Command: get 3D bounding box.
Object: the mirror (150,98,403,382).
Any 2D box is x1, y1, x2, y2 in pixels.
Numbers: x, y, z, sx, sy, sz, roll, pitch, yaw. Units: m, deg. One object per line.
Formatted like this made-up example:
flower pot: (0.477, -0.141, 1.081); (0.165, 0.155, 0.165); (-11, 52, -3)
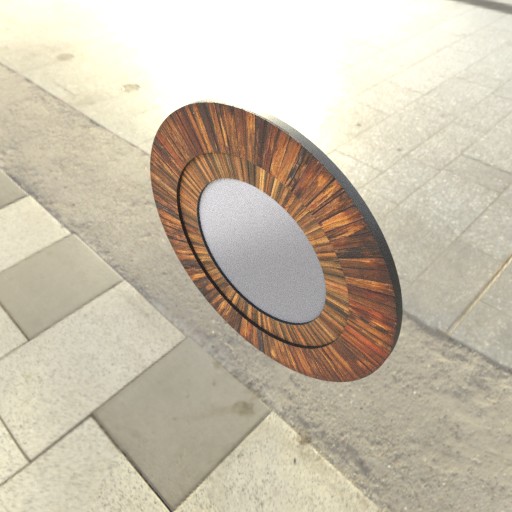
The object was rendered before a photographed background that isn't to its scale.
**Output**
mirror: (0.000, 0.000, 1.532); (1.077, 1.077, 0.036); (33, 54, 28)
